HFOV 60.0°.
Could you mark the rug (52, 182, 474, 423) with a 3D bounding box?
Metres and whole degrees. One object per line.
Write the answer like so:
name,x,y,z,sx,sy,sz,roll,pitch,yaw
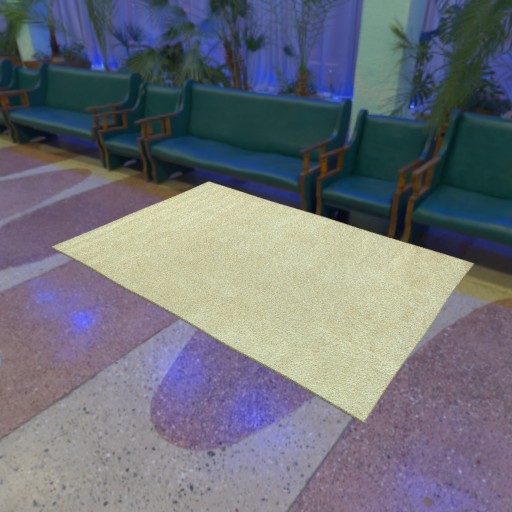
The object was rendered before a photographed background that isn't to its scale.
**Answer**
rug,0.000,0.000,3.405,2.699,0.025,1.800,22,37,32
